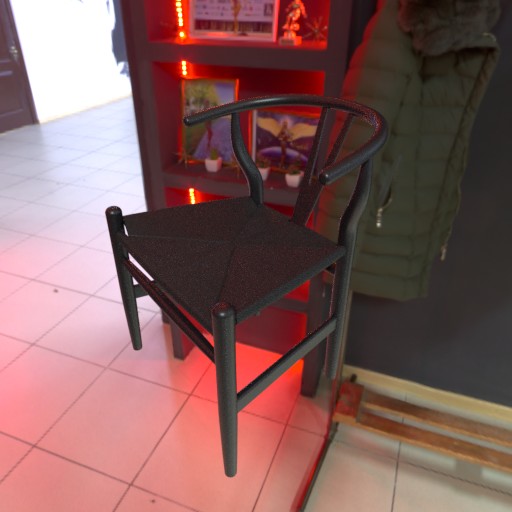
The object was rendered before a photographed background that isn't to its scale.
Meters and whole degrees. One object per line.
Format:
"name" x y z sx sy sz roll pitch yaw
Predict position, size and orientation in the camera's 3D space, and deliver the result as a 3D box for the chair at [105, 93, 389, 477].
"chair" 0.000 0.000 1.166 0.579 0.730 0.569 -21 36 -31
